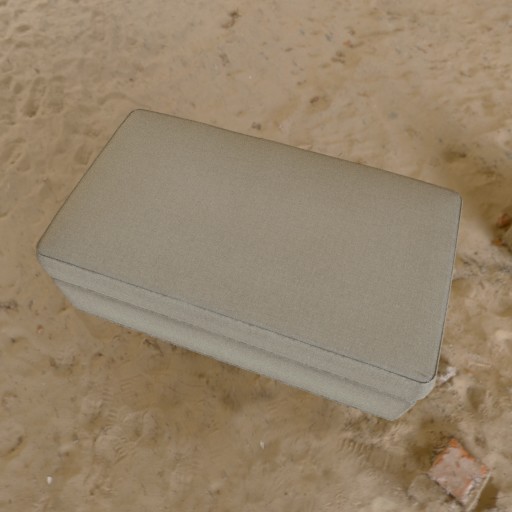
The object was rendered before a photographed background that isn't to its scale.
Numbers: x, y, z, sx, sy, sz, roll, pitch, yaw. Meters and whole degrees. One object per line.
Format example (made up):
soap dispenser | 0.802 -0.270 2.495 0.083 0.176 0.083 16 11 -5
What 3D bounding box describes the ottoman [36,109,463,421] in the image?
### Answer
ottoman | 0.000 0.000 1.396 1.097 0.461 0.617 17 61 10
